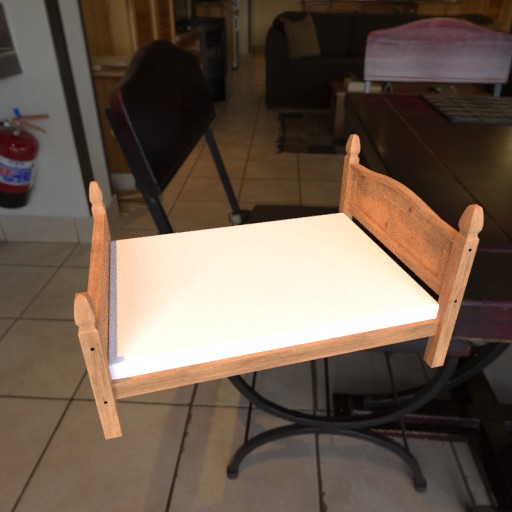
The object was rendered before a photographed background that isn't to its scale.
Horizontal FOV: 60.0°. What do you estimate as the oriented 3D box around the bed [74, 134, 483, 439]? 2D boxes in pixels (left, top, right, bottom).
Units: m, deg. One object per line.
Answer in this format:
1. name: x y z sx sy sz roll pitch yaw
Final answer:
1. bed: 0.000 0.000 2.929 2.069 1.100 1.490 -8 31 -13
